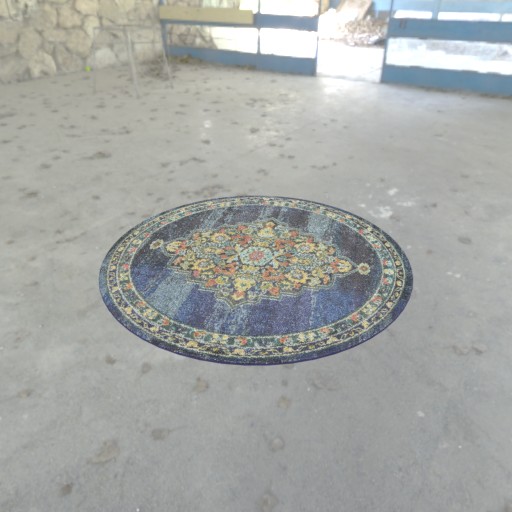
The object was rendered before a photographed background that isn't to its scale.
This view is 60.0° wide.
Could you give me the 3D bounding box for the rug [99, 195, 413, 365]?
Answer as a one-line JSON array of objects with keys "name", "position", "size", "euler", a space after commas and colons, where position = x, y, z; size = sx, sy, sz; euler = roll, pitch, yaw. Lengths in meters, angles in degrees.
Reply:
[{"name": "rug", "position": [0.000, 0.000, 3.514], "size": [2.386, 0.014, 2.386], "euler": [0, 31, 0]}]
